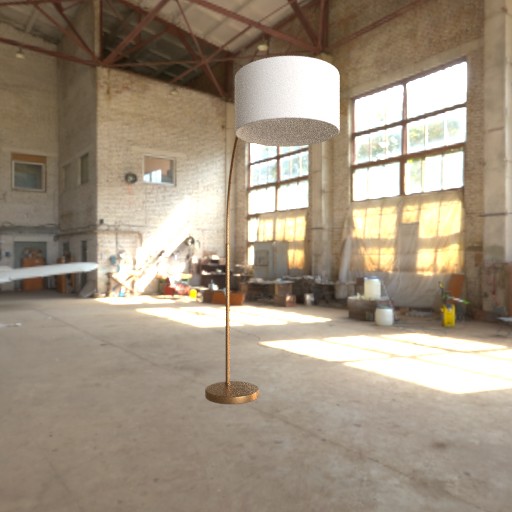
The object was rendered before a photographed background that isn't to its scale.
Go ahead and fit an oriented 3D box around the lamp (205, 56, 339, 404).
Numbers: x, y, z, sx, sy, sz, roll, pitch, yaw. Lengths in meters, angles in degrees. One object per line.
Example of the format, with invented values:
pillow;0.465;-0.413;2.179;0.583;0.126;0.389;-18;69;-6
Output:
lamp;0.000;0.000;2.556;0.493;1.927;1.434;0;0;-18
